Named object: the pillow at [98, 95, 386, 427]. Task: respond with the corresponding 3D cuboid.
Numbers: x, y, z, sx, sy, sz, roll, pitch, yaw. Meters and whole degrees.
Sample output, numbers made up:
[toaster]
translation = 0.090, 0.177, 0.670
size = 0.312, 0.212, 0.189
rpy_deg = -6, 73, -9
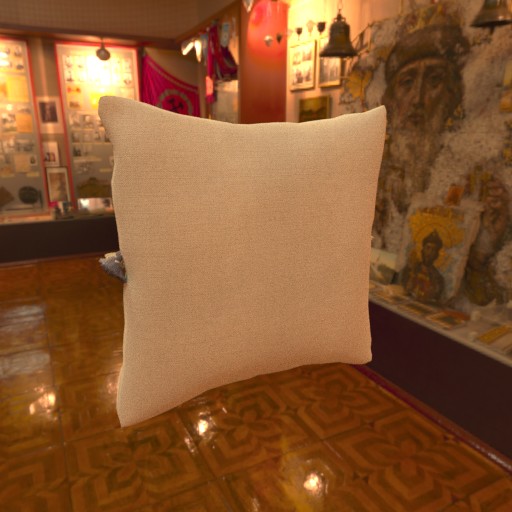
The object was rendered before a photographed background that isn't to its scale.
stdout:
[pillow]
translation = 0.000, 0.000, 0.729
size = 0.489, 0.481, 0.165
rpy_deg = -7, 17, -24
